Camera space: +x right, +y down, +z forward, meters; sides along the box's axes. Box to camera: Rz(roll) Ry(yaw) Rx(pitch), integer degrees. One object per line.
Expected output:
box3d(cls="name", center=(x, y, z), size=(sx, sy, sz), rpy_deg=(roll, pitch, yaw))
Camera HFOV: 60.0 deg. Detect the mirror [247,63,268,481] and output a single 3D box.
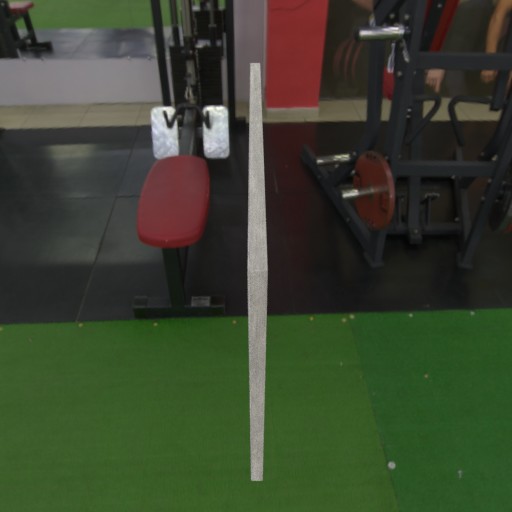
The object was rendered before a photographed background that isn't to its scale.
box3d(cls="mirror", center=(0.000, 0.000, 1.140), size=(0.028, 0.689, 0.839), rpy_deg=(0, 41, 0))
